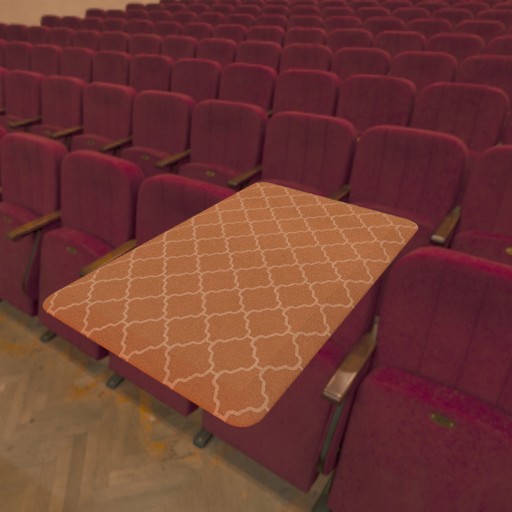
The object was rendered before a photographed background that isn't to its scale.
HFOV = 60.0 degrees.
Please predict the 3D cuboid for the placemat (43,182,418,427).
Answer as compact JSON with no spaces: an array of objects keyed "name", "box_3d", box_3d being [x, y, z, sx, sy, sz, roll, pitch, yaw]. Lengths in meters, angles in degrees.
[{"name":"placemat","box_3d":[0.000,0.000,0.991,0.508,0.021,0.762,20,37,29]}]
